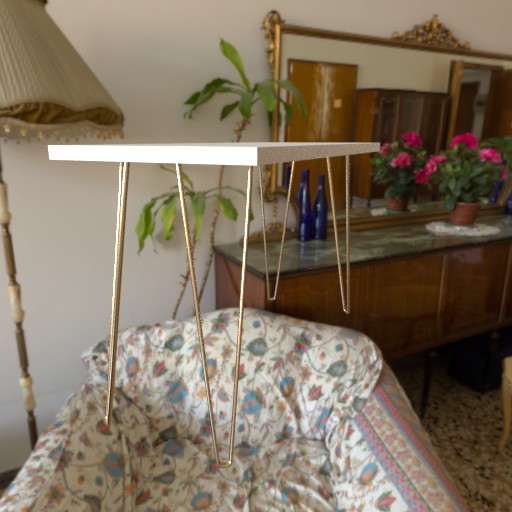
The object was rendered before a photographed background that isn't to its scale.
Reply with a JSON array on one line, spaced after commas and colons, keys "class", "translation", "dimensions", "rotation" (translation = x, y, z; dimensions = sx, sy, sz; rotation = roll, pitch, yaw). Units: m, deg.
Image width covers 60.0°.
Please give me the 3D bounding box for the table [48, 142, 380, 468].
[{"class": "table", "translation": [0.000, 0.000, 1.345], "dimensions": [0.498, 0.660, 0.991], "rotation": [7, 16, 26]}]
